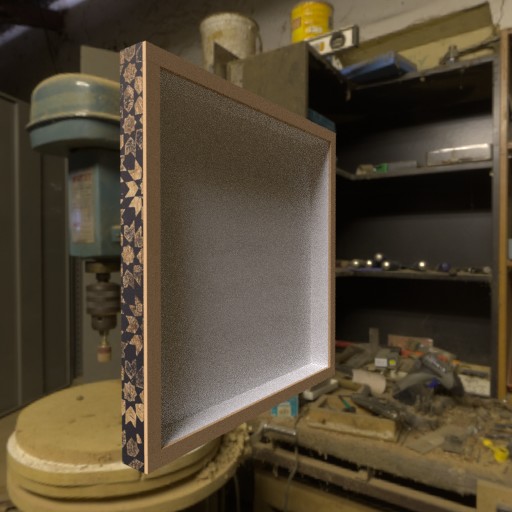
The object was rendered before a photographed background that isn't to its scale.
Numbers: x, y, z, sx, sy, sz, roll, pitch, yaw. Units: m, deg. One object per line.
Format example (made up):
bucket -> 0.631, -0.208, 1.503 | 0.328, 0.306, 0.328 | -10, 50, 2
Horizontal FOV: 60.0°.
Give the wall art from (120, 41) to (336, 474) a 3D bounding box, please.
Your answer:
wall art -> 0.000, 0.000, 0.589 | 0.038, 0.405, 0.405 | 1, 1, 35
